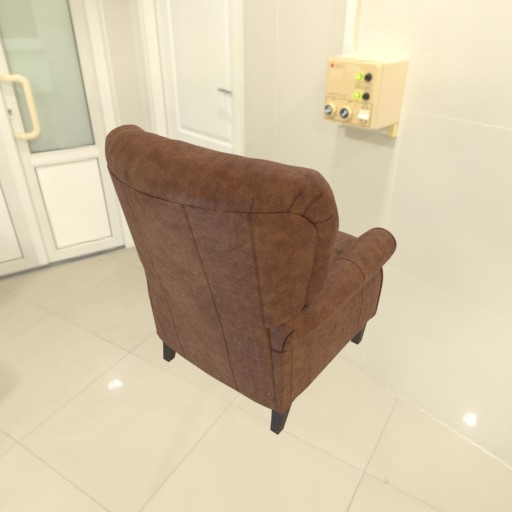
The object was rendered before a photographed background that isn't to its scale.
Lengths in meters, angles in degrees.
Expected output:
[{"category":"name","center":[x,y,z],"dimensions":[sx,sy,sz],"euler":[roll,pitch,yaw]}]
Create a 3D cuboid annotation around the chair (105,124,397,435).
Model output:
[{"category":"chair","center":[0.000,0.000,1.908],"dimensions":[0.951,1.164,1.059],"euler":[22,37,33]}]
